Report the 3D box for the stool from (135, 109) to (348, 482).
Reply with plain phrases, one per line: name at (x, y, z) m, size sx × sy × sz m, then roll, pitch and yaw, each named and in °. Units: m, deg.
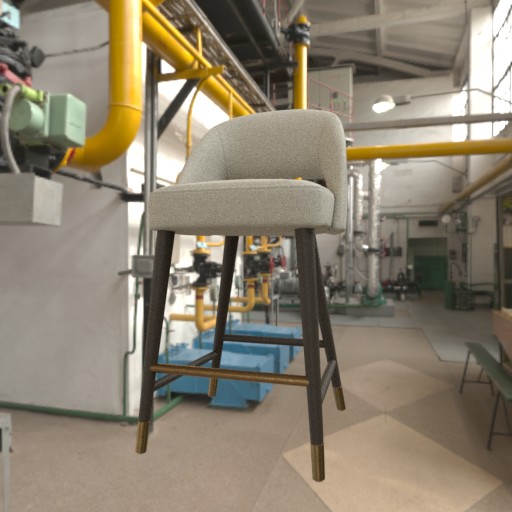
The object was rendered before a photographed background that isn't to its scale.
stool at (0.000, 0.000, 1.224) m, size 0.494 × 0.940 × 0.509 m, roll 0°, pitch 1°, yaw 17°
